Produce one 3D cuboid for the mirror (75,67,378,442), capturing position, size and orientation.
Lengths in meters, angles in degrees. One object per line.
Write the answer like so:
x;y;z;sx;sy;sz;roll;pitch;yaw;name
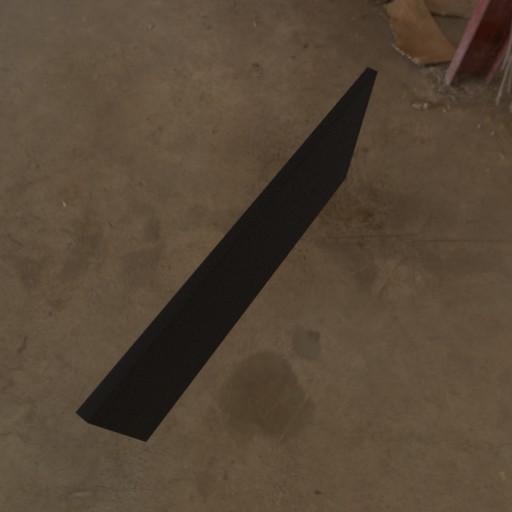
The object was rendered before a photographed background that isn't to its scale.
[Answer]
0.000;0.000;1.757;0.047;0.692;1.584;32;68;15;mirror
